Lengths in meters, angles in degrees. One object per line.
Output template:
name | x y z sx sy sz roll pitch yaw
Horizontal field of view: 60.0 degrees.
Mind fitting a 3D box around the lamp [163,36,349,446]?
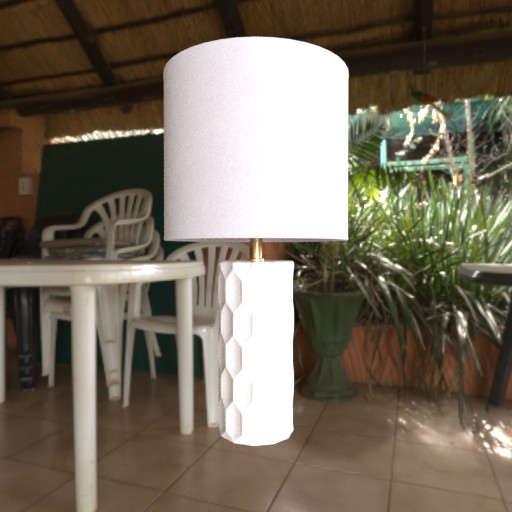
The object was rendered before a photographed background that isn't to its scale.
lamp | 0.000 0.000 0.679 0.277 0.537 0.277 0 1 18
